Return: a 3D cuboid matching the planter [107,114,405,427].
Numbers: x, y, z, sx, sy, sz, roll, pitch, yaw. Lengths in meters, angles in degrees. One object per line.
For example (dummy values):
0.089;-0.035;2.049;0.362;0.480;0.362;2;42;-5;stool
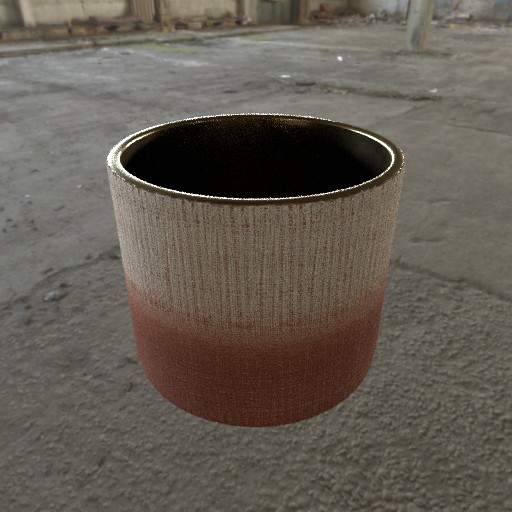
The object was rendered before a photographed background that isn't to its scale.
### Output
0.000;0.000;0.438;0.254;0.221;0.254;0;30;0;planter
